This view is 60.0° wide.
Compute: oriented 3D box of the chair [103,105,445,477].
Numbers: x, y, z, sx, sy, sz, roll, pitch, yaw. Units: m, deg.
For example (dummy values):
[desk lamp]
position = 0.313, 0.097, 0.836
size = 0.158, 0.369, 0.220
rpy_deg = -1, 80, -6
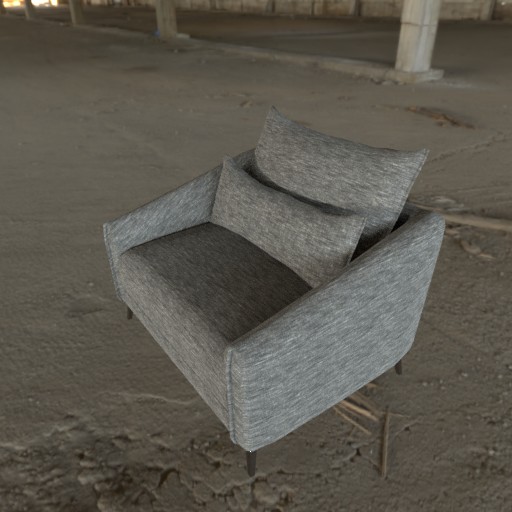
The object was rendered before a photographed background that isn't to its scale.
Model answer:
[chair]
position = 0.000, 0.000, 1.608
size = 0.805, 0.842, 1.004
rpy_deg = -21, 36, -31
